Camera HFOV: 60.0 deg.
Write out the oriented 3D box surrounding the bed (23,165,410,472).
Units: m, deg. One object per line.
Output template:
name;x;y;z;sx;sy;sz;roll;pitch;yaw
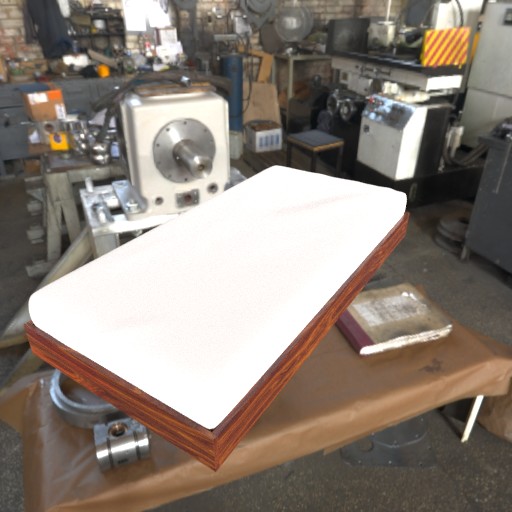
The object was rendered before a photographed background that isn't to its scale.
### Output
bed;0.000;0.000;2.165;0.940;0.312;1.860;19;35;28
